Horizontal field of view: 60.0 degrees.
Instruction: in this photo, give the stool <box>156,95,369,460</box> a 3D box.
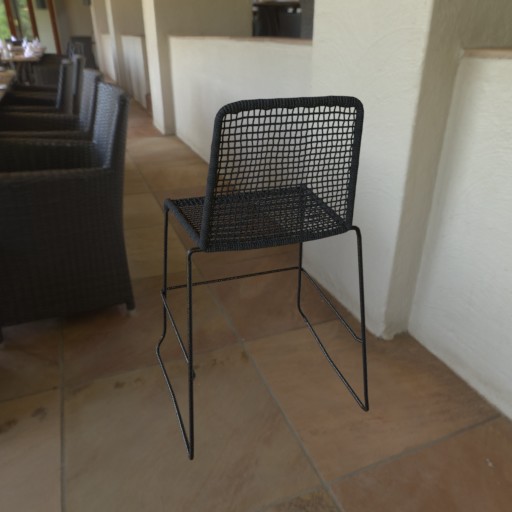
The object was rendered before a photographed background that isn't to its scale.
[{"bbox_3d":[0.000,0.000,1.254,0.590,0.905,0.509,-9,28,-17],"label":"stool"}]
